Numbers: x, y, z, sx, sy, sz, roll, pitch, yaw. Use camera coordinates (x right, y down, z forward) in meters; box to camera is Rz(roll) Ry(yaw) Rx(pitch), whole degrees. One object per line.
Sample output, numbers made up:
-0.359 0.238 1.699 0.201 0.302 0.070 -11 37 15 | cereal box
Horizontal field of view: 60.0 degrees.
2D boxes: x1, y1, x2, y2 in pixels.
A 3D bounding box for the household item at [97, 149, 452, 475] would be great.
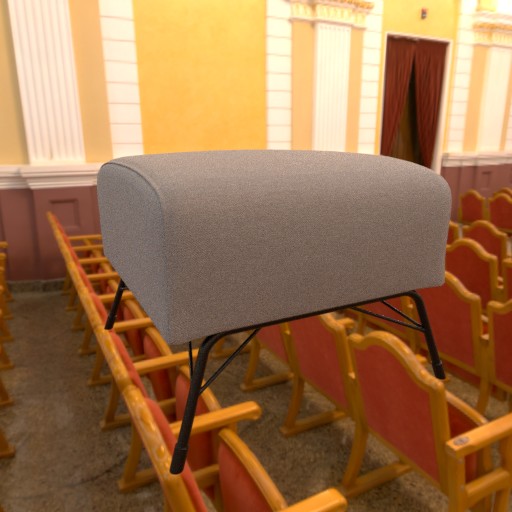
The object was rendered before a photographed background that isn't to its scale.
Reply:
0.000 0.000 0.878 0.530 0.410 0.530 -8 17 -27 | household item
